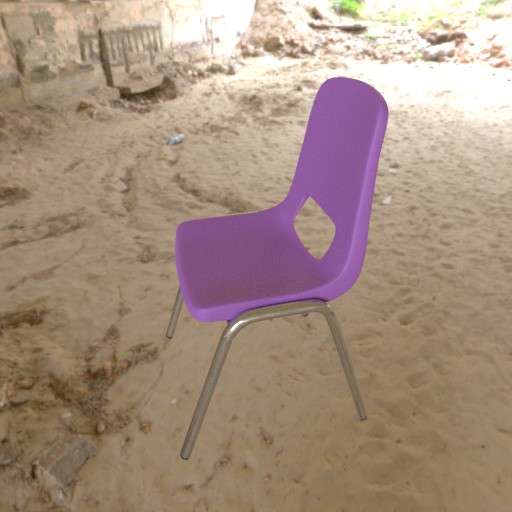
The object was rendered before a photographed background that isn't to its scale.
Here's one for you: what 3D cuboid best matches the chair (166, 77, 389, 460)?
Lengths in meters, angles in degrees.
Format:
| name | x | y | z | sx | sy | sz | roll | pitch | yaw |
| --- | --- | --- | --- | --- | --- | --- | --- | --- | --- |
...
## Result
| name | x | y | z | sx | sy | sz | roll | pitch | yaw |
| --- | --- | --- | --- | --- | --- | --- | --- | --- | --- |
| chair | 0.000 | 0.000 | 0.678 | 0.301 | 0.493 | 0.291 | -7 | 32 | -12 |
